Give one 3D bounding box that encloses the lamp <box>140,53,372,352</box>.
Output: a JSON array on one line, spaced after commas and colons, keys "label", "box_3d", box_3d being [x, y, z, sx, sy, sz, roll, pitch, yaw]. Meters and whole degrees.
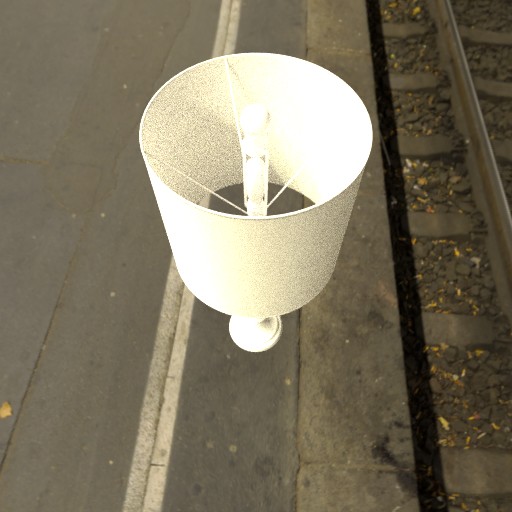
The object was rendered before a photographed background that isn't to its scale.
[{"label": "lamp", "box_3d": [0.000, 0.000, 0.717, 0.250, 0.597, 0.250, -15, 60, -9]}]
